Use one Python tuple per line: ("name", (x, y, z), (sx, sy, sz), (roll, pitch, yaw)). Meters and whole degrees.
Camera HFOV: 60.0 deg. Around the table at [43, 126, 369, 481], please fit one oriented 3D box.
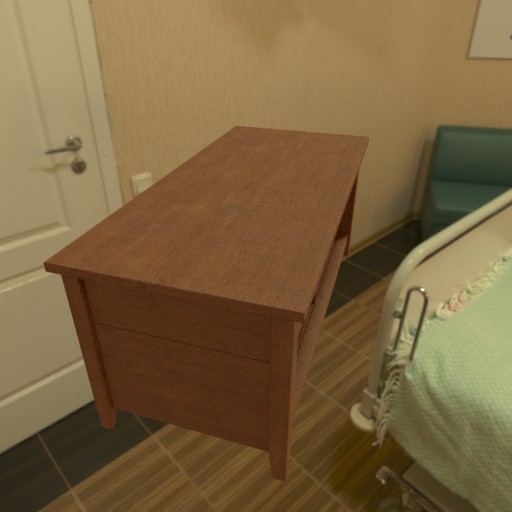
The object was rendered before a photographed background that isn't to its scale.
("table", (0.000, 0.000, 1.269), (0.483, 0.457, 1.016), (9, 32, 15))
